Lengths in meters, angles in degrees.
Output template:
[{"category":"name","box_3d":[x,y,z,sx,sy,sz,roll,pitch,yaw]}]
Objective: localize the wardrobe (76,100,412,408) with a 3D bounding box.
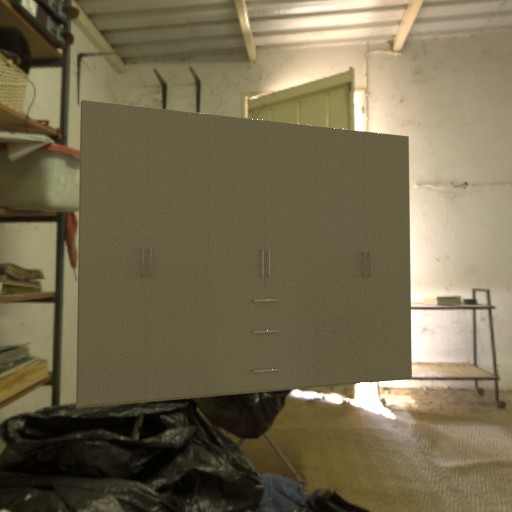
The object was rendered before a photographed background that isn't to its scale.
[{"category":"wardrobe","box_3d":[0.000,0.000,4.067,3.000,2.360,0.580,1,-2,-18]}]
